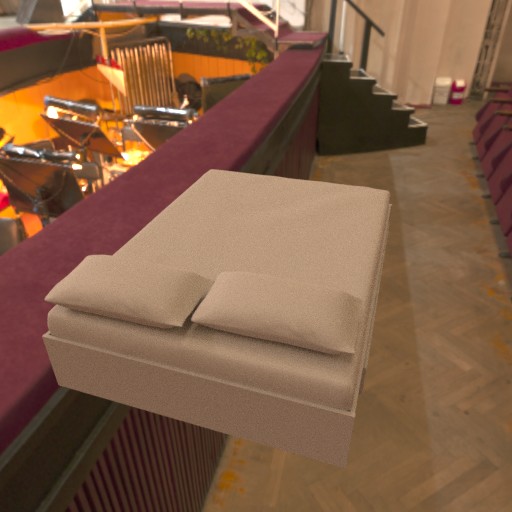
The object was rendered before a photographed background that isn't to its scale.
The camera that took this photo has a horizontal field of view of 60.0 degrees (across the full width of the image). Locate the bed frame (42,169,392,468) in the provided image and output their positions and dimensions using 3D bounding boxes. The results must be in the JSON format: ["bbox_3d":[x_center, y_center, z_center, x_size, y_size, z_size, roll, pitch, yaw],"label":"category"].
[{"bbox_3d":[0.000,0.000,2.628,1.450,0.629,1.950,10,33,15],"label":"bed frame"}]
